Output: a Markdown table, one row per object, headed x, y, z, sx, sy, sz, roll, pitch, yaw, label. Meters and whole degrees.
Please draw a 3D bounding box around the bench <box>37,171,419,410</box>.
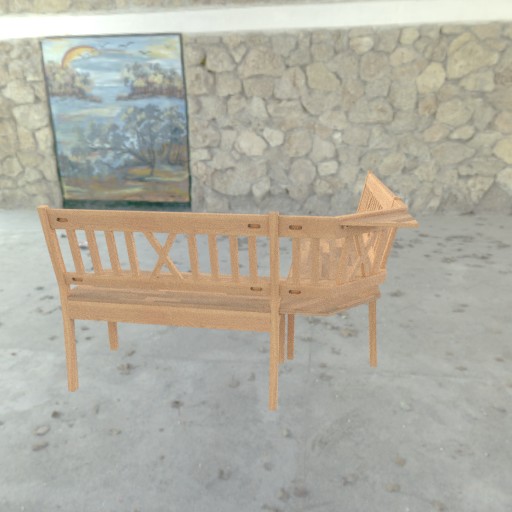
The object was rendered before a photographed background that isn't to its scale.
| x | y | z | sx | sy | sz | roll | pitch | yaw | label |
| --- | --- | --- | --- | --- | --- | --- | --- | --- | --- |
| 0.000 | 0.000 | 2.764 | 1.537 | 0.902 | 1.937 | 2 | 16 | 9 | bench |
